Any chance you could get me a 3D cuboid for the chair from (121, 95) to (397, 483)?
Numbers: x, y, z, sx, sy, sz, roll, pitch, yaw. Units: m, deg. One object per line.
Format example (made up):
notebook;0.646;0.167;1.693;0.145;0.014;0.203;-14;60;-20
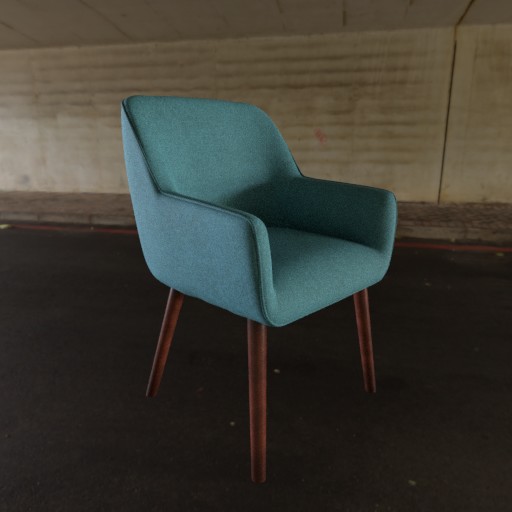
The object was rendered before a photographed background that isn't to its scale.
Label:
chair;0.000;0.000;1.157;0.519;0.803;0.543;14;21;42
